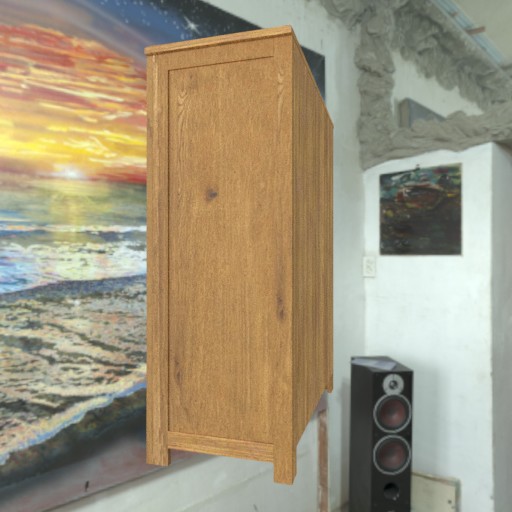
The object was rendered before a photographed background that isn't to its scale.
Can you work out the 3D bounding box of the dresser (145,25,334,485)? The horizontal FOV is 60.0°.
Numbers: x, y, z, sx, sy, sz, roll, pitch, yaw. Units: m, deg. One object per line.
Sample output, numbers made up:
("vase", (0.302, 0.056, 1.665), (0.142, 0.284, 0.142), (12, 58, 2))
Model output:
("dresser", (0.000, 0.000, 1.964), (0.558, 1.431, 1.081), (0, 0, 17))
